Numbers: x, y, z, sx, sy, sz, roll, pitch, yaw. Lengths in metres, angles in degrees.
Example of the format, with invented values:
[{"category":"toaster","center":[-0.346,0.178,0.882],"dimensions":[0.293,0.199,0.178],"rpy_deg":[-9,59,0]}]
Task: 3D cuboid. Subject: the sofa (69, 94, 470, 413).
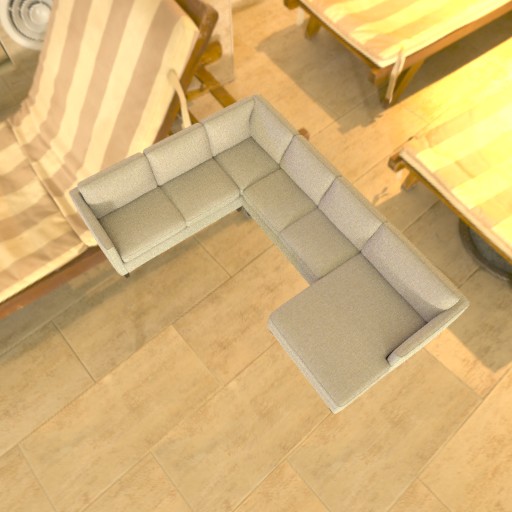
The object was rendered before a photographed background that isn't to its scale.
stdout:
[{"category":"sofa","center":[0.000,0.000,4.624],"dimensions":[2.551,0.889,3.403],"rpy_deg":[-32,66,-16]}]
